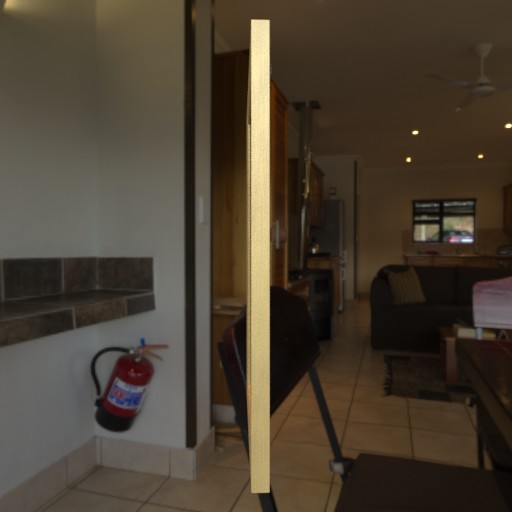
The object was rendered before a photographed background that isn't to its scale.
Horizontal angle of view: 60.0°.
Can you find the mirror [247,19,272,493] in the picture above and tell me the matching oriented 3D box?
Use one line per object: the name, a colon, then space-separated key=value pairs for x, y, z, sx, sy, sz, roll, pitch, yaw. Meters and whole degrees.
mirror: x=0.000 y=0.000 z=1.161 sx=0.040 sy=0.915 sz=0.609 roll=0 pitch=1 yaw=-2
